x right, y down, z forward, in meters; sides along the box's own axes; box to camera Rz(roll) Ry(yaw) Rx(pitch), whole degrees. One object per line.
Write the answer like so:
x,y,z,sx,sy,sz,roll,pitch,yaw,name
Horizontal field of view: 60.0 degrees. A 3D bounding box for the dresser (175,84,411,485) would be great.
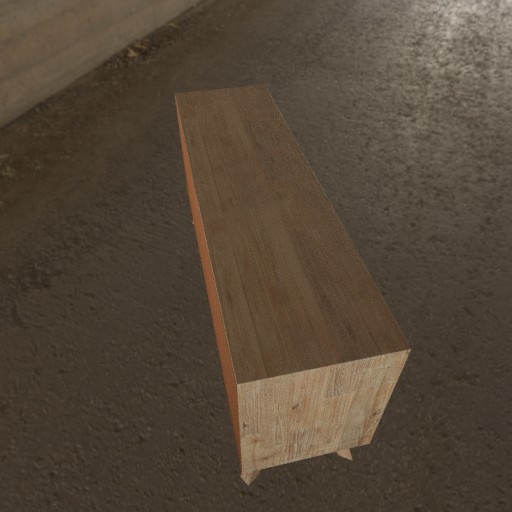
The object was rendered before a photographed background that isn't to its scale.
0.000,0.000,1.929,0.455,0.788,1.602,-9,46,-9,dresser
